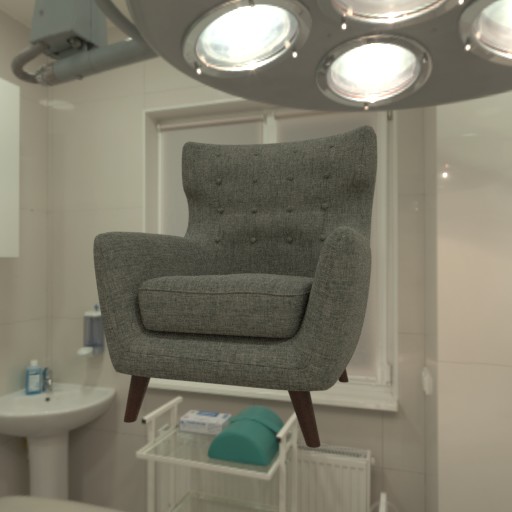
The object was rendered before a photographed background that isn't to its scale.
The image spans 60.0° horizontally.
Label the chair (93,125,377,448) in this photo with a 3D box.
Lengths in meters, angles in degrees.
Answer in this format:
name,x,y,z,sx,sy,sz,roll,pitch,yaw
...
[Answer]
name,x,y,z,sx,sy,sz,roll,pitch,yaw
chair,0.000,0.000,1.709,0.878,1.063,0.904,0,0,18
